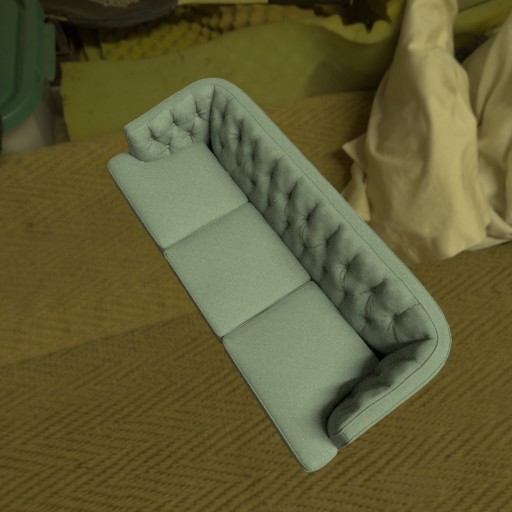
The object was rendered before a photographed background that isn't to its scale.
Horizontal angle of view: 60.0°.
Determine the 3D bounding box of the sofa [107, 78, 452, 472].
[{"bbox_3d":[0.000,0.000,2.683,0.941,0.855,2.278,-31,67,-15],"label":"sofa"}]
